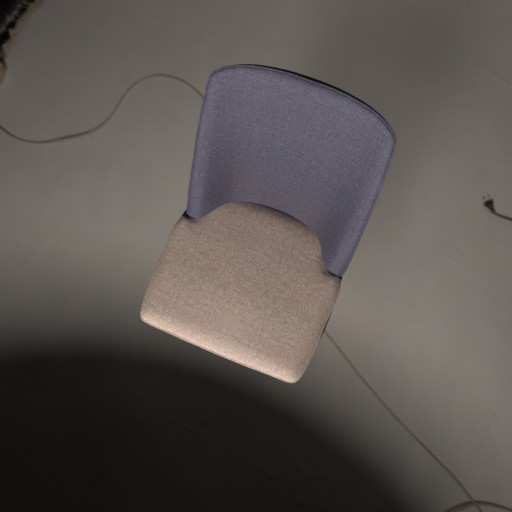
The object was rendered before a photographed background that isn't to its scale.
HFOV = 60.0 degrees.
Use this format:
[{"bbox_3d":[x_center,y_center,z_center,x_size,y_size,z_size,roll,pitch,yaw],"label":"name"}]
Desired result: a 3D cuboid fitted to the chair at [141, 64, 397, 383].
[{"bbox_3d":[0.000,0.000,1.186,0.480,0.839,0.551,22,77,5],"label":"chair"}]
